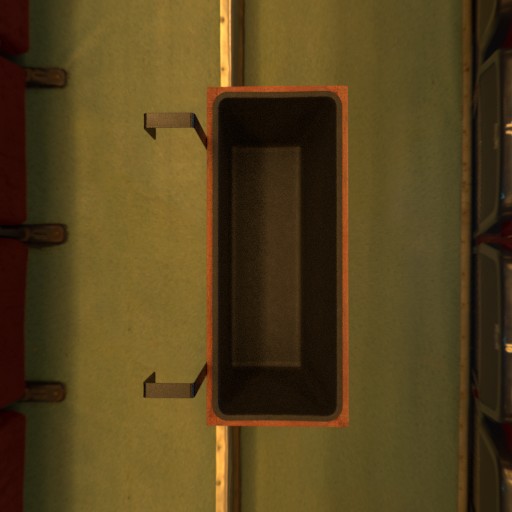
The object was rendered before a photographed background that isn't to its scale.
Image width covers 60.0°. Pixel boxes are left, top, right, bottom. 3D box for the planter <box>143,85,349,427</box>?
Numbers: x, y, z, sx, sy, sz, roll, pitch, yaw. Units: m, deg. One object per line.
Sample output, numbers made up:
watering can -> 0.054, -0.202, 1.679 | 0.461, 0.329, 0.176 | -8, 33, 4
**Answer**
planter -> 0.000, 0.000, 0.667 | 0.262, 0.289, 0.480 | 0, 90, 2
